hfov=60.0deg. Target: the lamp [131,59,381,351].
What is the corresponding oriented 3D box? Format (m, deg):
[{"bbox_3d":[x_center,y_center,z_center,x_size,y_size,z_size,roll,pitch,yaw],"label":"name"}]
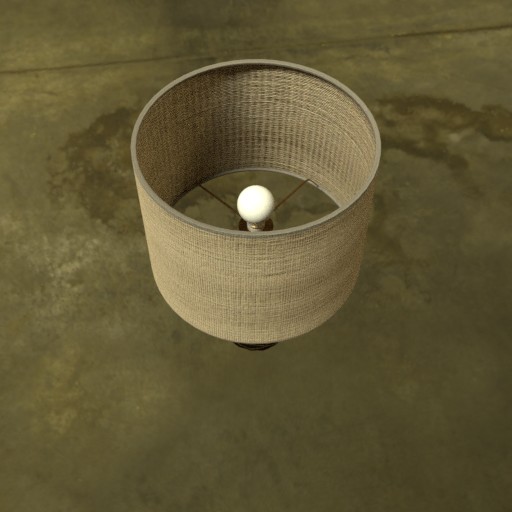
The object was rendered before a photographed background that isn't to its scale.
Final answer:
[{"bbox_3d":[0.000,0.000,0.830,0.376,0.594,0.376,0,58,0],"label":"lamp"}]
